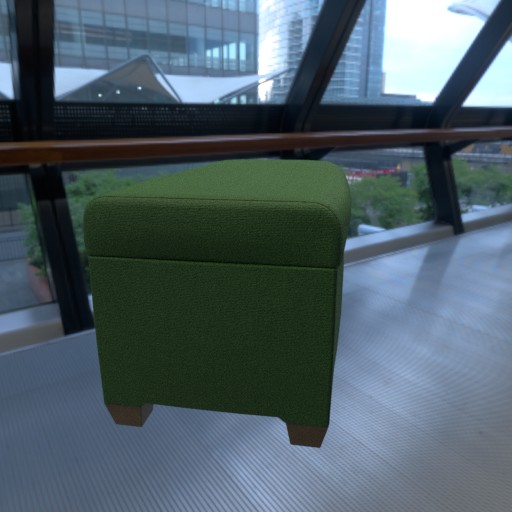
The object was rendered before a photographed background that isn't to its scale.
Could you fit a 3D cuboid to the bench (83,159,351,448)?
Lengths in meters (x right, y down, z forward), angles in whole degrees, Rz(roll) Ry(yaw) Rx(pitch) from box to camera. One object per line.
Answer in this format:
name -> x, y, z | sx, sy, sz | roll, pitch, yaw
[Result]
bench -> 0.000, 0.000, 1.272 | 0.505, 0.501, 0.989 | 3, 16, 9
